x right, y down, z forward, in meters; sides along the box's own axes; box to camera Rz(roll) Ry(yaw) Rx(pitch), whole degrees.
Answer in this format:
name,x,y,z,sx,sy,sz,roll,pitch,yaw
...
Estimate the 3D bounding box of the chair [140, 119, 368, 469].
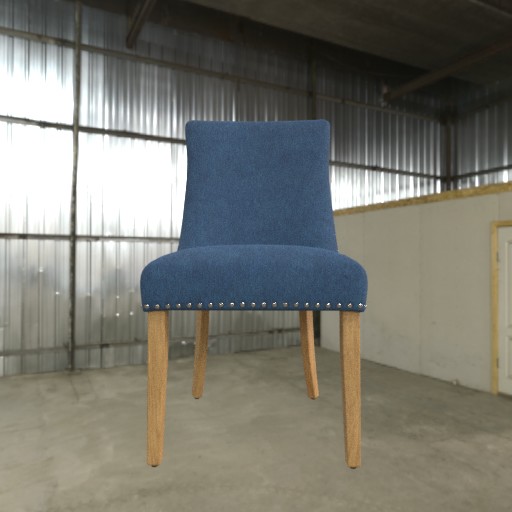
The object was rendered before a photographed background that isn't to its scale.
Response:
name,x,y,z,sx,sy,sz,roll,pitch,yaw
chair,0.000,0.000,1.223,0.495,0.902,0.610,0,0,1
